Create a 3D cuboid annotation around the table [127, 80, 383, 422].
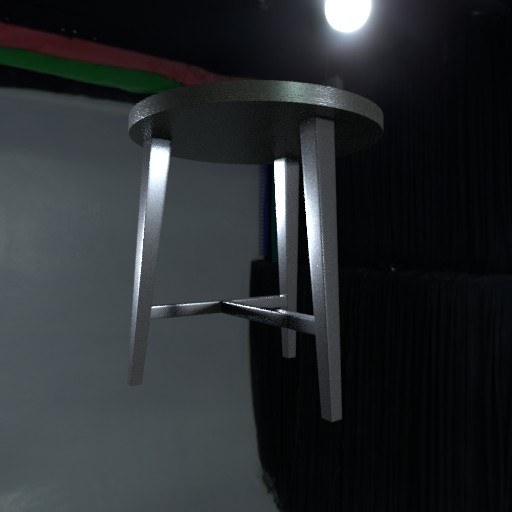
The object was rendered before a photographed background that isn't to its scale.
[{"bbox_3d":[0.000,0.000,0.910,0.500,0.531,0.500,0,1,0],"label":"table"}]
